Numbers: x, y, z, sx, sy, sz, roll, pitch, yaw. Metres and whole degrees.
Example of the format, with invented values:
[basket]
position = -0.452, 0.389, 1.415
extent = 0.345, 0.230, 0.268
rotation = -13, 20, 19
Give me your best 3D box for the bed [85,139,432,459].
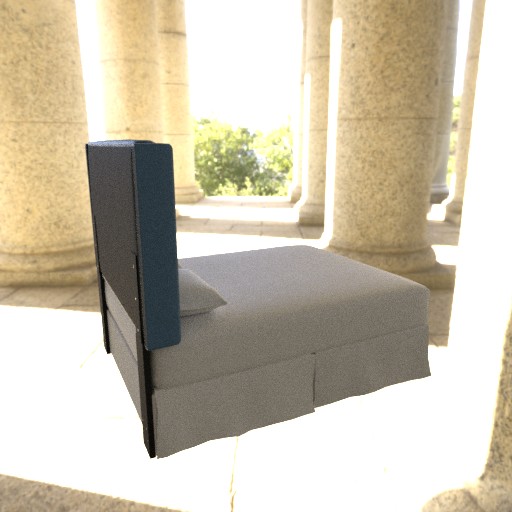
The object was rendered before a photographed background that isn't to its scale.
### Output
[bed]
position = 0.000, 0.000, 3.305
extent = 2.078, 1.665, 1.719
rotation = -7, 16, -26
